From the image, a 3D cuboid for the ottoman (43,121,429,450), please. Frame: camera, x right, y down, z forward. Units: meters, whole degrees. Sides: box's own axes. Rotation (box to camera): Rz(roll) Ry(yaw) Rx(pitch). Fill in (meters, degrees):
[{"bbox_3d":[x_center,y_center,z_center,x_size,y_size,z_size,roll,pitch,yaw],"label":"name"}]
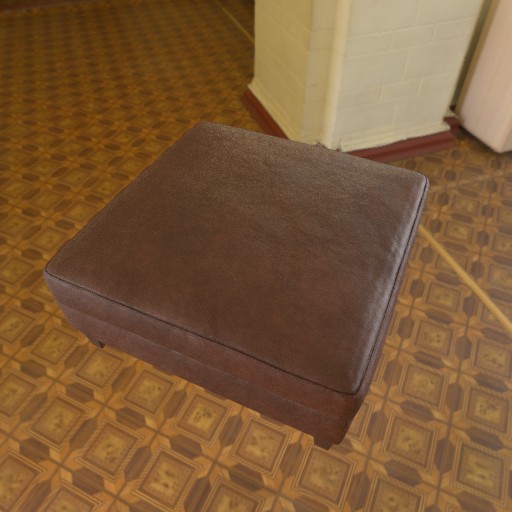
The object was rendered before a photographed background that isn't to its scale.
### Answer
[{"bbox_3d":[0.000,0.000,1.338,0.844,0.415,0.836,19,49,17],"label":"ottoman"}]
